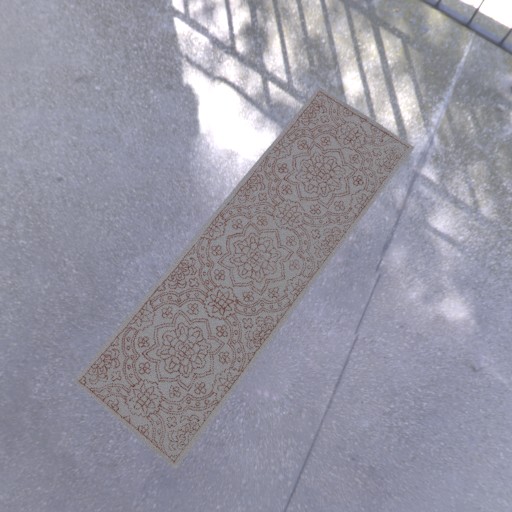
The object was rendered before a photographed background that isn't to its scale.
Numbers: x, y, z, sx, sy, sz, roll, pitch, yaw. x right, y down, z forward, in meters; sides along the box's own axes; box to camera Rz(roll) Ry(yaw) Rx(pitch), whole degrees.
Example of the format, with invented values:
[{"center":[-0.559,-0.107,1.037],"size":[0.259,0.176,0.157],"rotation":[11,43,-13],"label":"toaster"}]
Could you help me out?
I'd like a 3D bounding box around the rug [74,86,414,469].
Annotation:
[{"center":[0.000,0.000,2.724],"size":[0.769,0.012,2.448],"rotation":[36,78,9],"label":"rug"}]
